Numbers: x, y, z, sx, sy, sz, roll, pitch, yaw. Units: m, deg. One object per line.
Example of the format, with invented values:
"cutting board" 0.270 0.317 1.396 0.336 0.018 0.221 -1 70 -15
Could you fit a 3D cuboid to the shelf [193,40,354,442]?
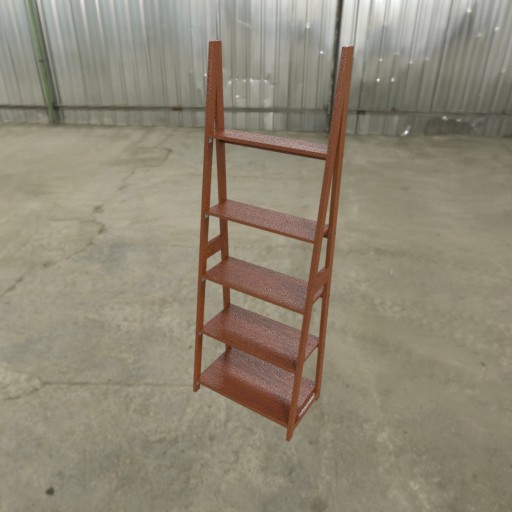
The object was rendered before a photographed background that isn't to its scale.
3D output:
"shelf" 0.000 0.000 2.070 0.630 1.780 0.356 17 33 28
